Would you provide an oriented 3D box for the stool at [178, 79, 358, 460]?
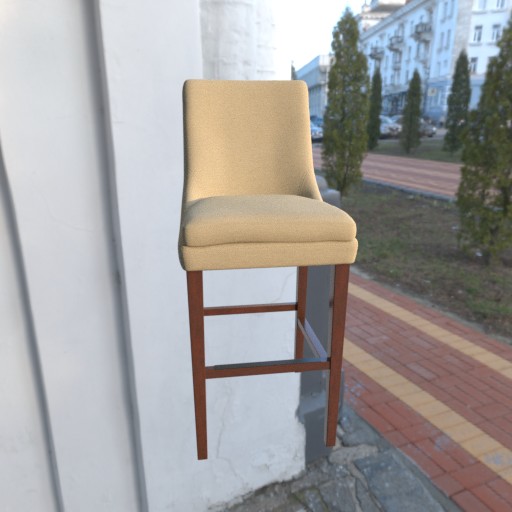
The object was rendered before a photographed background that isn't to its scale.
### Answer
[{"bbox_3d":[0.000,0.000,1.406,0.470,1.078,0.577,-2,18,-8],"label":"stool"}]
